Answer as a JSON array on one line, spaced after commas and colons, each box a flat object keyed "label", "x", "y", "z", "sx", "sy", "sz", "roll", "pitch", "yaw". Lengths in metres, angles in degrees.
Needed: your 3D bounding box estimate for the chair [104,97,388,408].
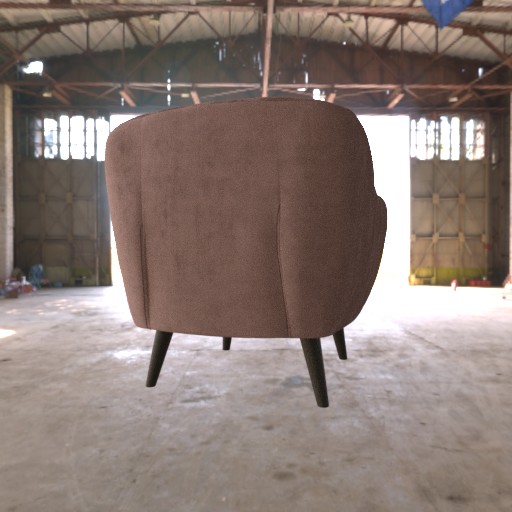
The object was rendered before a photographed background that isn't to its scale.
[{"label": "chair", "x": 0.000, "y": 0.000, "z": 1.522, "sx": 0.840, "sy": 0.820, "sz": 0.820, "roll": 0, "pitch": 1, "yaw": 19}]
